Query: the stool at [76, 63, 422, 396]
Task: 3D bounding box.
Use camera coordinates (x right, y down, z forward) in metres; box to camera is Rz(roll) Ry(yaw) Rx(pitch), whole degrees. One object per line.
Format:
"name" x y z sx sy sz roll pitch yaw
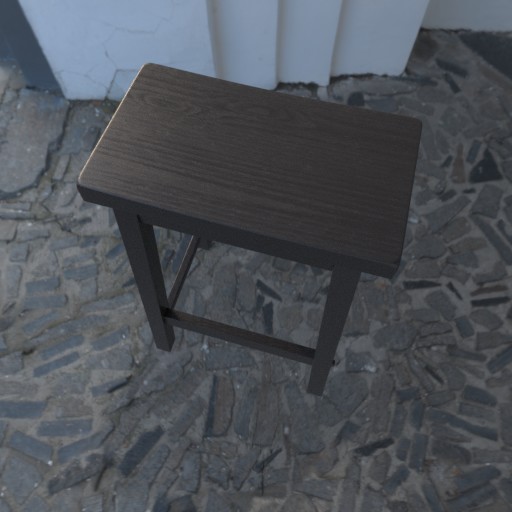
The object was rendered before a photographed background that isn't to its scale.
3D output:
"stool" 0.000 0.000 0.846 0.406 0.610 0.322 14 64 7
